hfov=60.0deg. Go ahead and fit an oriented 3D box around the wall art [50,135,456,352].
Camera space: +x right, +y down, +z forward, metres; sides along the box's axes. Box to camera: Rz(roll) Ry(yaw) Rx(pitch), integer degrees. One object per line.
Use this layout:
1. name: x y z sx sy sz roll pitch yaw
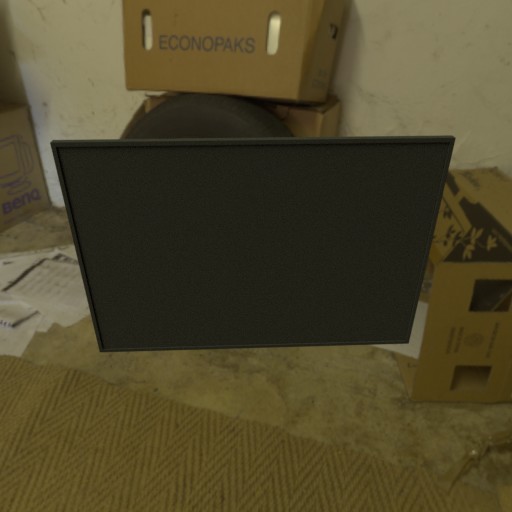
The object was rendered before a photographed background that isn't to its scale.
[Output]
1. wall art: 0.000 0.000 1.514 1.190 0.805 0.028 -1 30 -2
